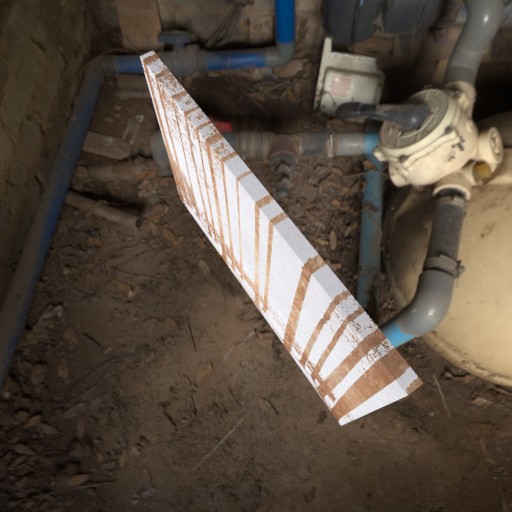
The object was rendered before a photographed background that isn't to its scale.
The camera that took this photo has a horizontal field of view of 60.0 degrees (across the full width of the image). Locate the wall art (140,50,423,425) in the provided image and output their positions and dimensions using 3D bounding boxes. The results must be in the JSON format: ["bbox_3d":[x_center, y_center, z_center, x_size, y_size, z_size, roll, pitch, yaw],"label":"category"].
[{"bbox_3d":[0.000,0.000,1.147,0.035,0.609,0.914,-31,69,-14],"label":"wall art"}]
